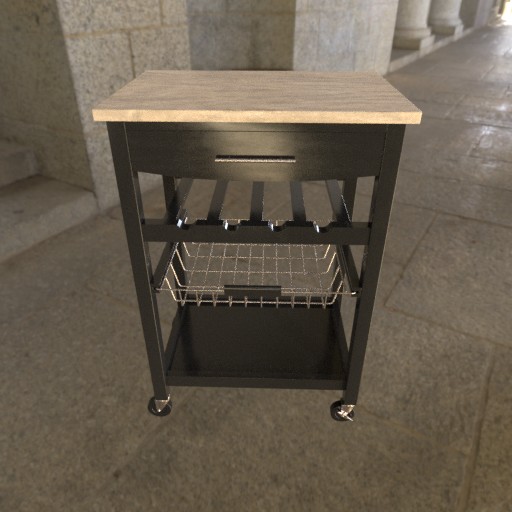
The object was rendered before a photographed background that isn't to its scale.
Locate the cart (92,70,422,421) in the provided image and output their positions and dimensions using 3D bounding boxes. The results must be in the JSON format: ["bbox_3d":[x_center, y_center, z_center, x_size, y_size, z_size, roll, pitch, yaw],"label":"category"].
[{"bbox_3d":[0.000,0.000,1.158,0.584,0.839,0.403,1,32,2],"label":"cart"}]
